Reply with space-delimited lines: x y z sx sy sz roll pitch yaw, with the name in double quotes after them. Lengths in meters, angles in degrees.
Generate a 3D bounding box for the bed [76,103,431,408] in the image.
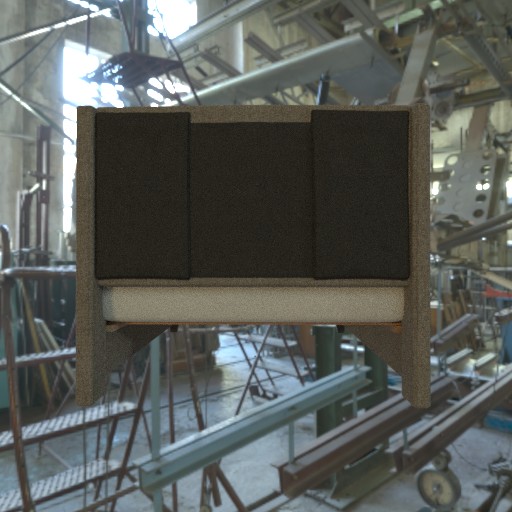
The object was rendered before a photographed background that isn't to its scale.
0.000 0.000 3.248 1.714 1.481 2.245 0 0 1 "bed"
